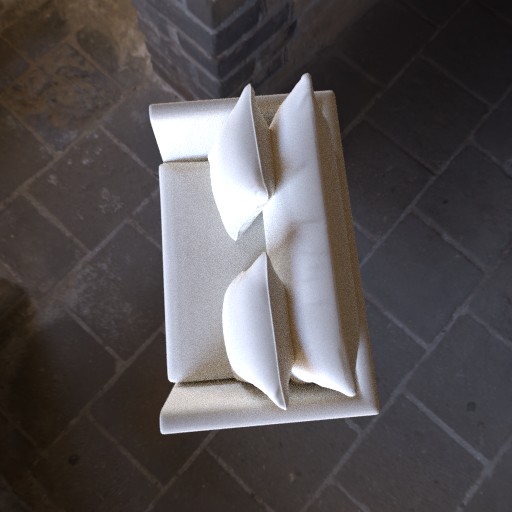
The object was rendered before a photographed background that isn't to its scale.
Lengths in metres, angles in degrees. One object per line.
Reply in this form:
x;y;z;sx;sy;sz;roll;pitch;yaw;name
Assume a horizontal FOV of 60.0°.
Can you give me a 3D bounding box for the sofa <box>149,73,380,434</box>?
0.000;0.000;2.312;1.026;1.039;1.608;-5;77;-1;sofa
